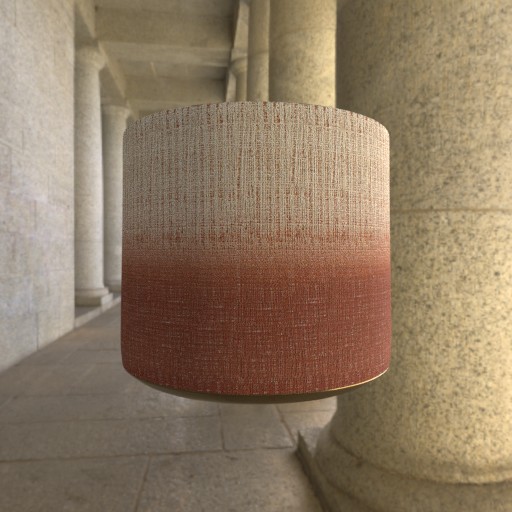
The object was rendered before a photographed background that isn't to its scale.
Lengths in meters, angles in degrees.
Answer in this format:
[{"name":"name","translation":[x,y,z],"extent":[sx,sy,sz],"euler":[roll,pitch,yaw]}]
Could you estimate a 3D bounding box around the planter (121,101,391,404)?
[{"name":"planter","translation":[0.000,0.000,0.434],"extent":[0.254,0.221,0.254],"euler":[0,1,0]}]
